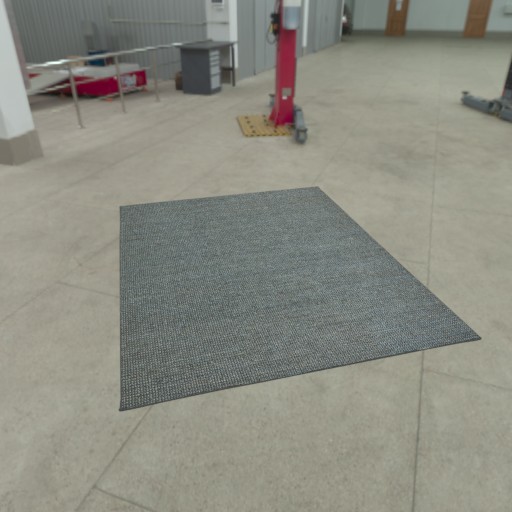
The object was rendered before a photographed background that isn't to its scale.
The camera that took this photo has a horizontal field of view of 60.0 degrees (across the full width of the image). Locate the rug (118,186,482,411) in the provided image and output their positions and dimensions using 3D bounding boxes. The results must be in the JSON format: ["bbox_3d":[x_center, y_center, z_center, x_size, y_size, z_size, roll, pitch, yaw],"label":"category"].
[{"bbox_3d":[0.000,0.000,4.103,2.456,0.021,3.068,-8,31,-13],"label":"rug"}]
